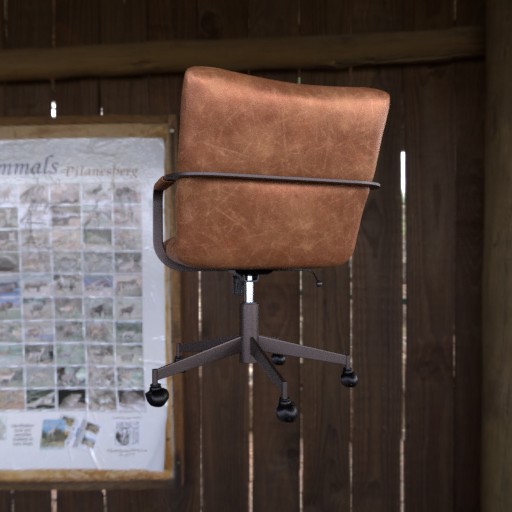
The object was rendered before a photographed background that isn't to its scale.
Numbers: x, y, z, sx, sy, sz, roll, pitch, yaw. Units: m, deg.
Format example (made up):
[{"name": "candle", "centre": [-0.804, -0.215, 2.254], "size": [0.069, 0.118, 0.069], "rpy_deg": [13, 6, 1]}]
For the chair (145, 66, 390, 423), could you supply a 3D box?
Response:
[{"name": "chair", "centre": [0.000, 0.000, 1.484], "size": [0.727, 0.922, 0.754], "rpy_deg": [0, 0, -18]}]
